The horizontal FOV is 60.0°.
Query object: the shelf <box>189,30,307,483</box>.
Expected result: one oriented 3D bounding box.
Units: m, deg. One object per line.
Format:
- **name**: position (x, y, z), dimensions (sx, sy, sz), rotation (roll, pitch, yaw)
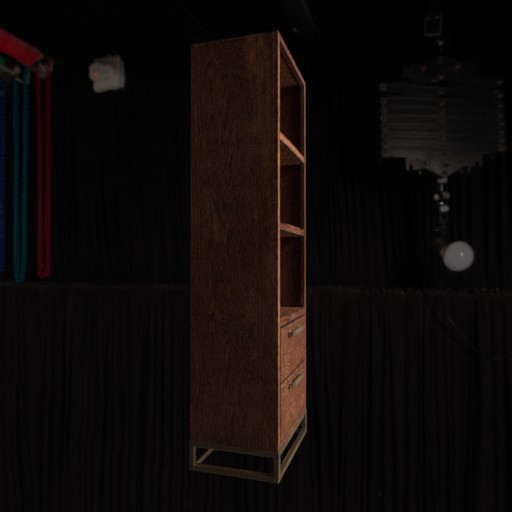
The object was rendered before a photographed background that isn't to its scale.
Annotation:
- **shelf**: position (0.000, 0.000, 2.000), dimensions (0.395, 1.732, 0.539), rotation (0, -1, 18)
